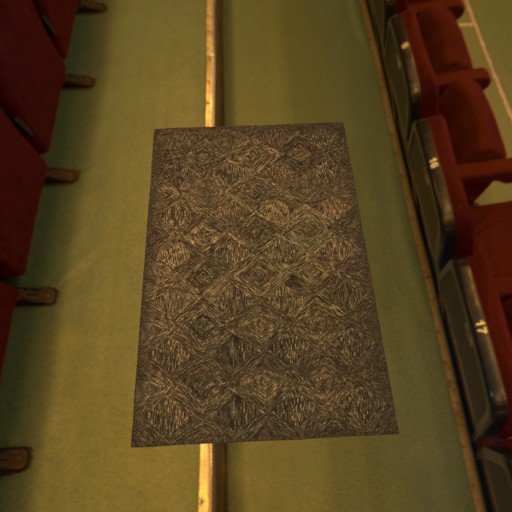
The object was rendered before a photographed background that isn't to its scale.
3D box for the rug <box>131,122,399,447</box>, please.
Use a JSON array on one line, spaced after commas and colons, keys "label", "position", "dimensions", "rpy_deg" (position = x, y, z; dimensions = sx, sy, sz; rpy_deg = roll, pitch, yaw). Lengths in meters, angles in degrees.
[{"label": "rug", "position": [0.000, 0.000, 2.264], "dimensions": [1.139, 0.010, 1.754], "rpy_deg": [-2, 63, -1]}]
